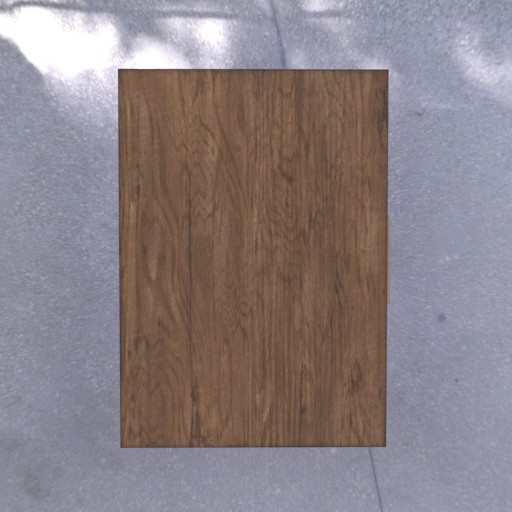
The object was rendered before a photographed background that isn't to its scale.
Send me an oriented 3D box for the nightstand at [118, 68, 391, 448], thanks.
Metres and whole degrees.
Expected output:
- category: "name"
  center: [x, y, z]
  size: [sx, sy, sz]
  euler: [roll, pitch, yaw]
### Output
- category: "nightstand"
  center: [0.000, 0.000, 1.017]
  size: [0.446, 0.610, 0.610]
  euler: [0, 91, 0]
